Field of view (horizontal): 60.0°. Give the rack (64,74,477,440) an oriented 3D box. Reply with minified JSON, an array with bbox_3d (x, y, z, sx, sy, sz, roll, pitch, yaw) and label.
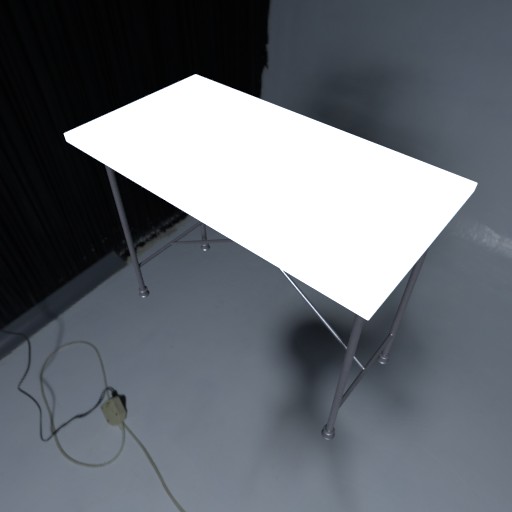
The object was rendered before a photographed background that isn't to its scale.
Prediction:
[{"bbox_3d":[0.000,0.000,1.689,1.159,0.880,0.613,31,53,27],"label":"rack"}]
